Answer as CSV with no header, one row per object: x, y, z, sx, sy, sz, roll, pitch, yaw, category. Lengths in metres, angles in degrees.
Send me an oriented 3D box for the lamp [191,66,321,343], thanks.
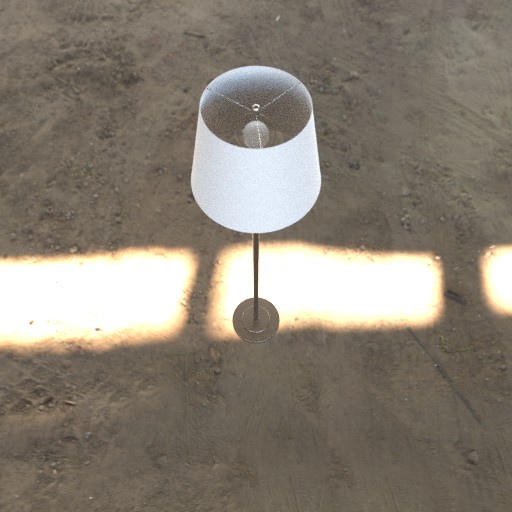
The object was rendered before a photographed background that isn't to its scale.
0.000,0.000,1.639,0.355,1.473,0.355,0,63,0,lamp
